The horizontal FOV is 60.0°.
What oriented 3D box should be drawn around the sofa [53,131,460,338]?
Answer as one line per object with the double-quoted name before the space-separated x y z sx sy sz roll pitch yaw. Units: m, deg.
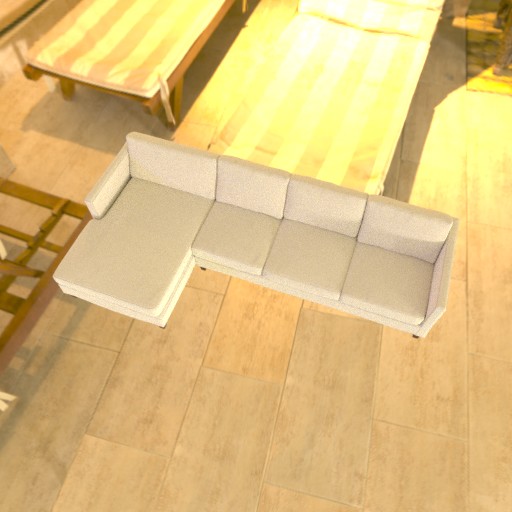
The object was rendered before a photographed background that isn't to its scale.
"sofa" 0.000 0.000 3.917 3.186 0.846 1.625 17 60 10
